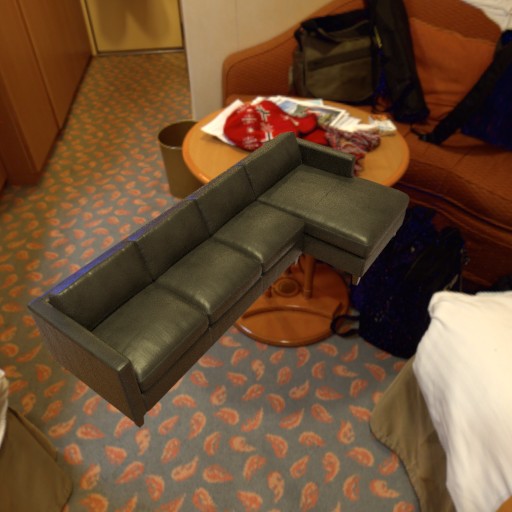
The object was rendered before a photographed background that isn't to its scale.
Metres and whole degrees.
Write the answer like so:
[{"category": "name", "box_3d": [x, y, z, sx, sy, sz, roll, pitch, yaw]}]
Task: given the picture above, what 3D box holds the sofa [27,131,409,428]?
[{"category": "sofa", "box_3d": [0.000, 0.000, 3.847, 1.581, 0.883, 3.203, 25, 47, 26]}]
